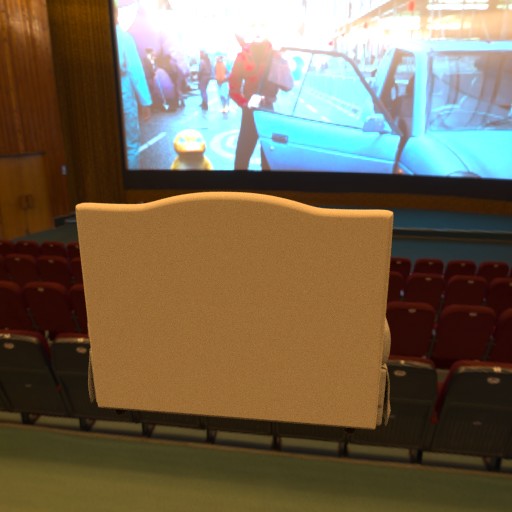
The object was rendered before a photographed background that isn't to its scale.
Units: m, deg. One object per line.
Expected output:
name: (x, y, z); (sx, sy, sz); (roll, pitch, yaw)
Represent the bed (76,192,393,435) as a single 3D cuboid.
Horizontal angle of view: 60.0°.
bed: (0.000, 0.000, 3.667); (1.977, 1.437, 2.477); (2, 17, 7)
